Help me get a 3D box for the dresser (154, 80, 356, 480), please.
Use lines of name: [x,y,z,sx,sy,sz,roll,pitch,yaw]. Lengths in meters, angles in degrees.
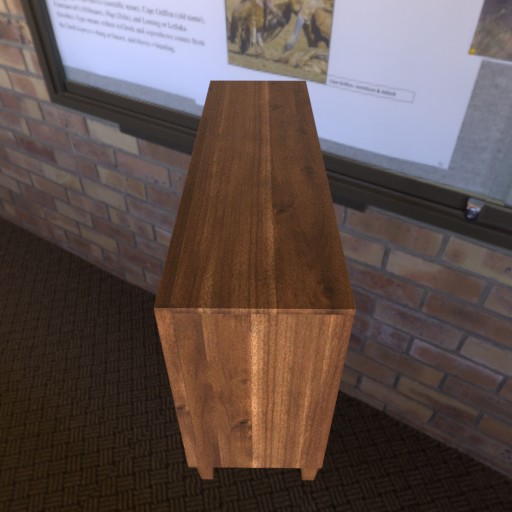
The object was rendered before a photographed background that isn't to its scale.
dresser: [0.000,0.000,1.758,0.438,0.892,1.387,0,41,0]
